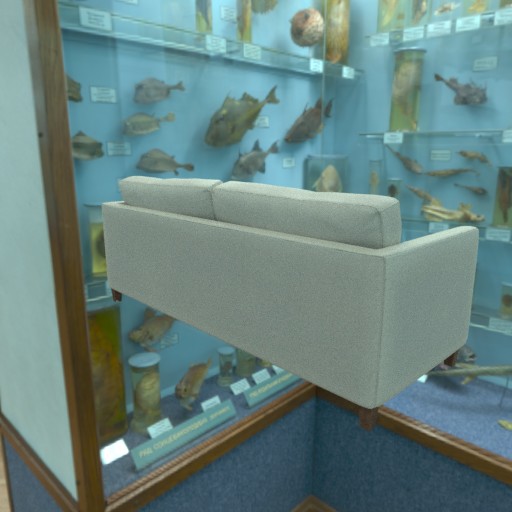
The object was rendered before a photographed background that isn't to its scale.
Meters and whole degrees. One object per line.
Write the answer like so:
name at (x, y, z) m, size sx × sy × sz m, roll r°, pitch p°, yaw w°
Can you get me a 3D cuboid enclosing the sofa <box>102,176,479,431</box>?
sofa at (0.000, 0.000, 2.811) m, size 0.951 × 0.968 × 2.361 m, roll -13°, pitch 18°, yaw -42°
